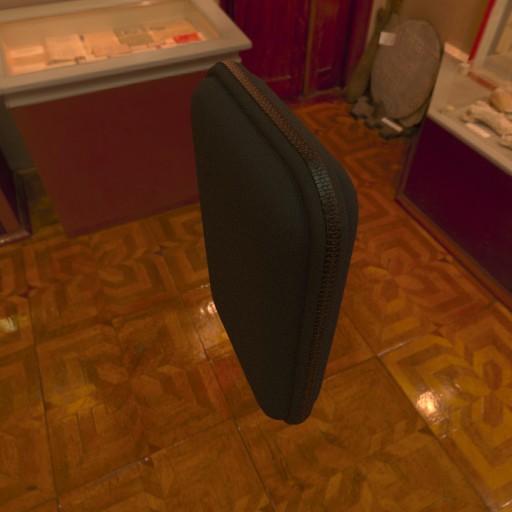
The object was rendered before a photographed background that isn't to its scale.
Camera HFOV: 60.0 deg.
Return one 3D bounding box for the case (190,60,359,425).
[{"bbox_3d":[0.000,0.000,0.190,0.030,0.147,0.107,-17,49,-15],"label":"case"}]
